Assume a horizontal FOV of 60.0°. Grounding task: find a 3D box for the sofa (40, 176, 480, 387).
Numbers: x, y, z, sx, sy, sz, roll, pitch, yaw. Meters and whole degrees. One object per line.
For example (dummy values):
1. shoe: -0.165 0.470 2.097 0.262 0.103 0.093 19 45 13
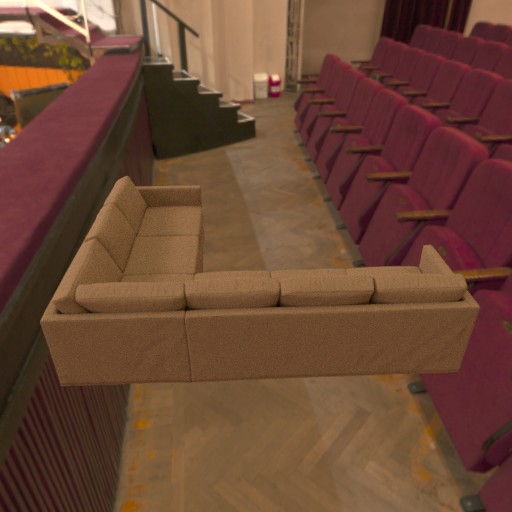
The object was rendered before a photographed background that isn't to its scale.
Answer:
1. sofa: 0.000 0.000 4.320 3.182 0.871 2.432 -2 32 -3
